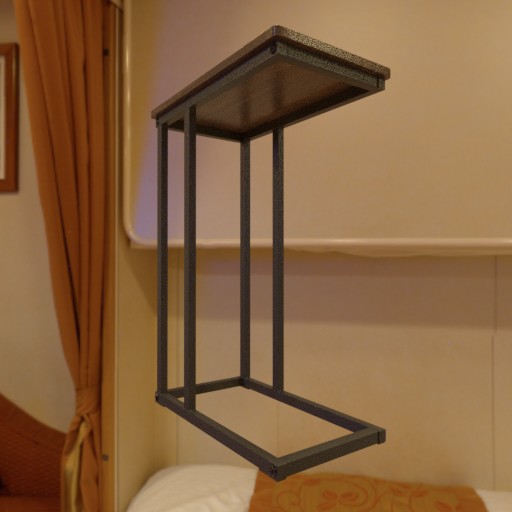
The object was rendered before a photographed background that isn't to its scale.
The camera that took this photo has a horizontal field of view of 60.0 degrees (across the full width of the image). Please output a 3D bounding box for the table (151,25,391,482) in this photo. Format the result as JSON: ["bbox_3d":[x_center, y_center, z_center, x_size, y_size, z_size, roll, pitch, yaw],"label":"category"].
[{"bbox_3d":[0.000,0.000,0.865,0.254,0.637,0.450,0,-1,-35],"label":"table"}]
